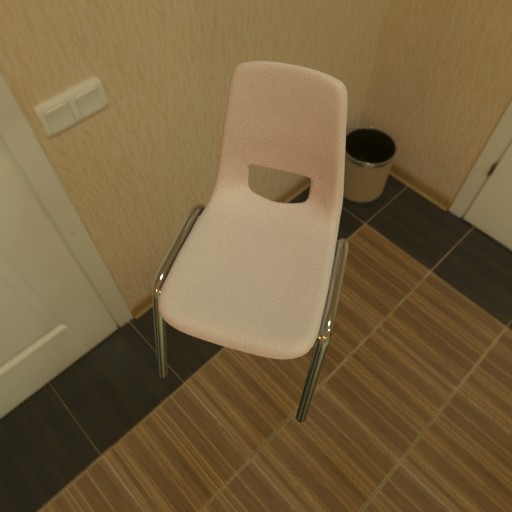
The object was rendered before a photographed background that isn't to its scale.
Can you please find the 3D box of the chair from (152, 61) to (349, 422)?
[{"bbox_3d":[0.000,0.000,0.871,0.354,0.586,0.423,14,58,9],"label":"chair"}]
